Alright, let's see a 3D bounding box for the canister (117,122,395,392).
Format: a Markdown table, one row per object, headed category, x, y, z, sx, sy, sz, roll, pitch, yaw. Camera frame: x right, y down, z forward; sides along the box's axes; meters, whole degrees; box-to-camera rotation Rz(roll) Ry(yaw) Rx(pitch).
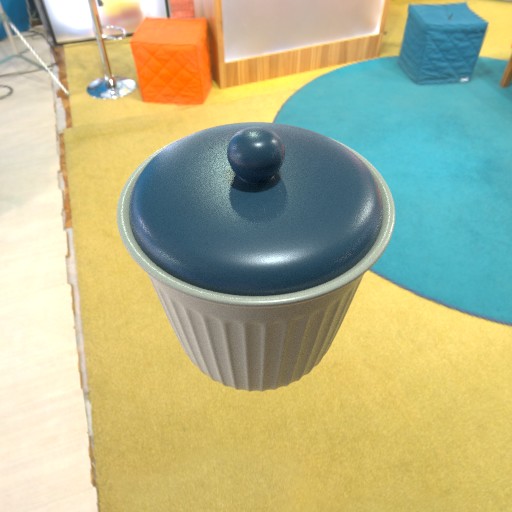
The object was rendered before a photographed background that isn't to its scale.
| category | x | y | z | sx | sy | sz | roll | pitch | yaw |
| --- | --- | --- | --- | --- | --- | --- | --- | --- | --- |
| canister | 0.000 | 0.000 | 0.337 | 0.181 | 0.211 | 0.181 | 0 | 47 | 0 |
